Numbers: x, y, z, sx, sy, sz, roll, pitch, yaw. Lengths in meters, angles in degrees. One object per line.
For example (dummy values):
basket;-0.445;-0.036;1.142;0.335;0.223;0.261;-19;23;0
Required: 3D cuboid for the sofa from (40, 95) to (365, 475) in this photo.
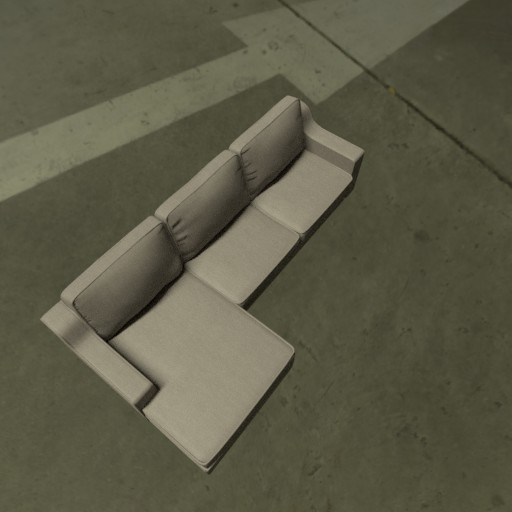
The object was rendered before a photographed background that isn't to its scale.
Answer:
sofa;0.000;0.000;3.193;1.294;0.928;2.561;34;64;19
